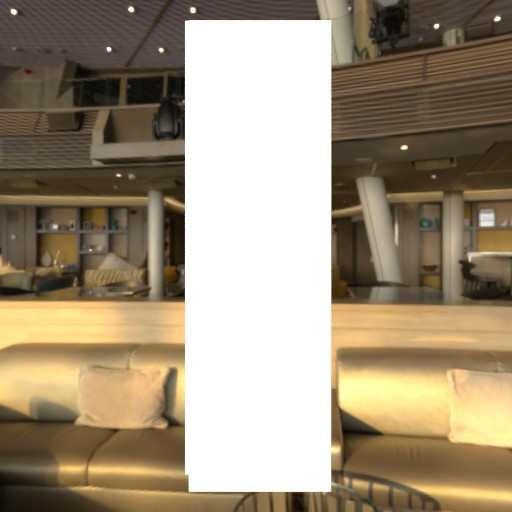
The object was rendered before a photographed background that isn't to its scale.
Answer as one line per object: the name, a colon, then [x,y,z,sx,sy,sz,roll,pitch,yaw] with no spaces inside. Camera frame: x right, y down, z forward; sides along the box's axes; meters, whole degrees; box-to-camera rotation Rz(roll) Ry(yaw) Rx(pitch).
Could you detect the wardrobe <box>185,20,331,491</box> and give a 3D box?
wardrobe: [0.000,0.000,2.196,0.577,1.808,0.991,0,0,0]
